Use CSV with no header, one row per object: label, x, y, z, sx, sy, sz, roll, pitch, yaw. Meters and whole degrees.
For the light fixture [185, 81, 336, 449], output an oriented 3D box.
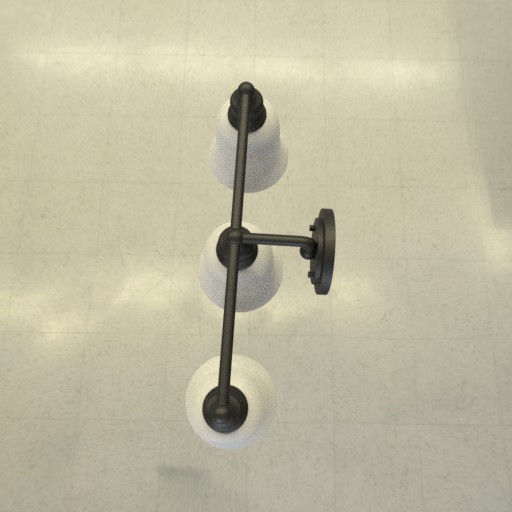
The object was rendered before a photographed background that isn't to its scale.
light fixture,0.000,0.000,0.653,0.198,0.211,0.570,3,76,1
